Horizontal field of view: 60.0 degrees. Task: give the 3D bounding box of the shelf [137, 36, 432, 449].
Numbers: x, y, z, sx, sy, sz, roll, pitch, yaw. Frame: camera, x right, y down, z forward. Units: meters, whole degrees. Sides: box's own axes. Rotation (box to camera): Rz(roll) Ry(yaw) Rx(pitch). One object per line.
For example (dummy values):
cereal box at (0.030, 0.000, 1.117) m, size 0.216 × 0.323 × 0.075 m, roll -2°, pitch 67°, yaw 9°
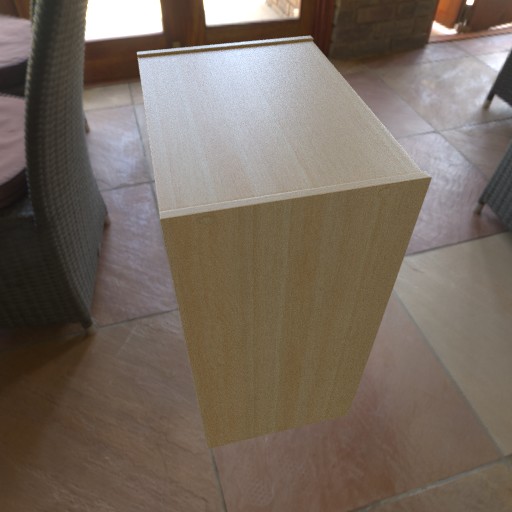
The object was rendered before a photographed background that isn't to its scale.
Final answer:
shelf at (0.000, 0.000, 0.804) m, size 0.290 × 0.592 × 0.414 m, roll -10°, pitch 47°, yaw -9°
